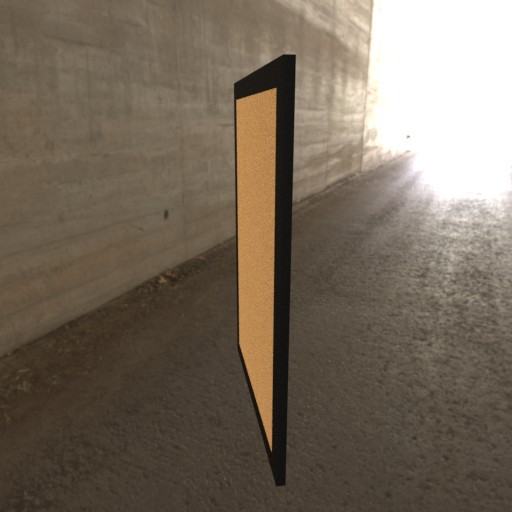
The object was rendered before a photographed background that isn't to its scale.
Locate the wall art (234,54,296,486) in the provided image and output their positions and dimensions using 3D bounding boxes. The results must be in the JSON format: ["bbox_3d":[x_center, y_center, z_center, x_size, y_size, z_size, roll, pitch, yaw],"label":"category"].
[{"bbox_3d":[0.000,0.000,0.599,0.011,0.459,0.326,-3,17,-10],"label":"wall art"}]
